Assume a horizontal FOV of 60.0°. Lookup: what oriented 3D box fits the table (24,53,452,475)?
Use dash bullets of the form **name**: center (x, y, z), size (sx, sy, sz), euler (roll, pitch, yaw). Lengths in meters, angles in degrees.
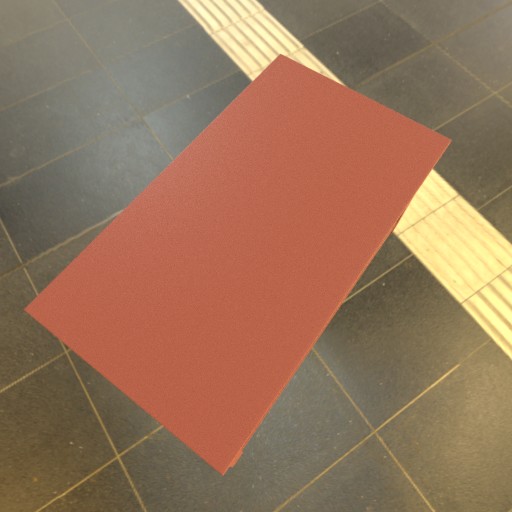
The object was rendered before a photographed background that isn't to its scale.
- **table**: center (0.000, 0.000, 1.385), size (0.612, 0.493, 1.068), euler (33, 69, 15)
